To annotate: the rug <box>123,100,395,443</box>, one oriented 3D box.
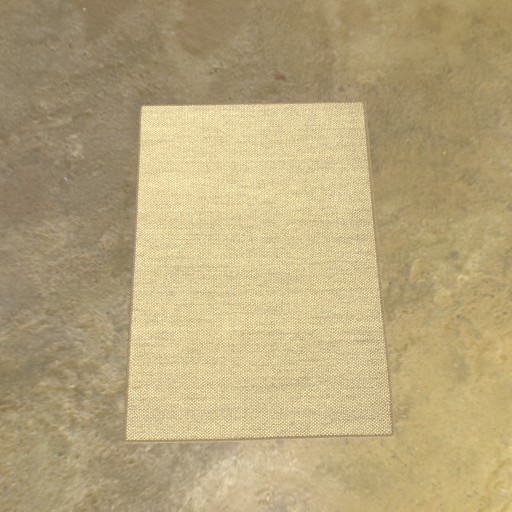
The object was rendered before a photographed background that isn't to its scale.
[{"bbox_3d":[0.000,0.000,2.712,1.517,0.013,2.115,-1,76,0],"label":"rug"}]
